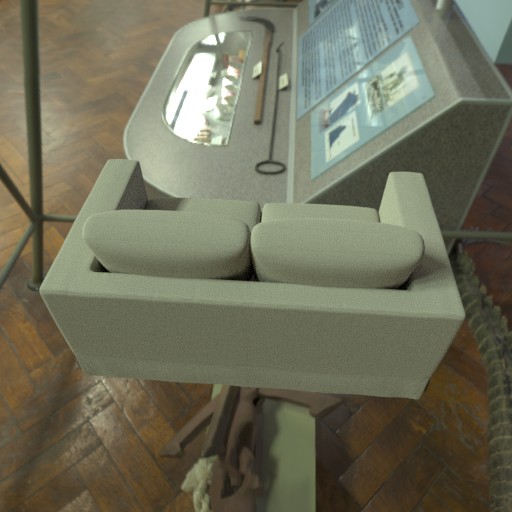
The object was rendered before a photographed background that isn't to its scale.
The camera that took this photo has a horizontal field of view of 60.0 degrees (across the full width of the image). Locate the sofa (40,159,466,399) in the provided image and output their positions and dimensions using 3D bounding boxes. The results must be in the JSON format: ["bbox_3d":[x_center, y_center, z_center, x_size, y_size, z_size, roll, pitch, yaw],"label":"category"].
[{"bbox_3d":[0.000,0.000,2.322,1.813,0.932,1.009,3,47,3],"label":"sofa"}]
